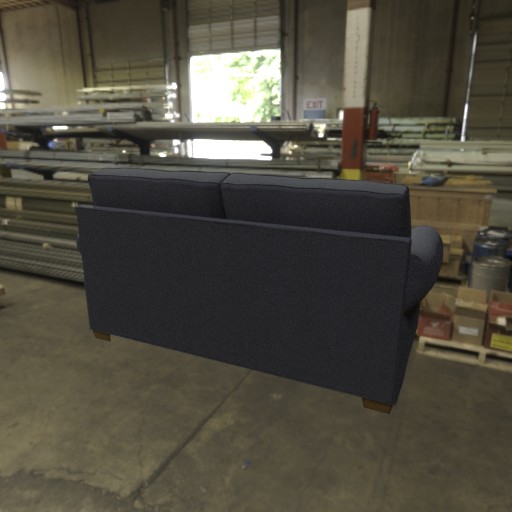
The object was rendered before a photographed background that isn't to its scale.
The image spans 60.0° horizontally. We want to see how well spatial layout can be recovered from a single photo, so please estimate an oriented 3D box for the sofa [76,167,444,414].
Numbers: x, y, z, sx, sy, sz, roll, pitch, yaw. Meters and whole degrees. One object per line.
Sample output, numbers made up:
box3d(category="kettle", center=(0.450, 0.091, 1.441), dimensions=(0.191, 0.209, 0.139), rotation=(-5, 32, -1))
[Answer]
box3d(category="sofa", center=(0.000, 0.000, 2.604), dimensions=(2.009, 1.031, 0.951), rotation=(8, 18, 24))
